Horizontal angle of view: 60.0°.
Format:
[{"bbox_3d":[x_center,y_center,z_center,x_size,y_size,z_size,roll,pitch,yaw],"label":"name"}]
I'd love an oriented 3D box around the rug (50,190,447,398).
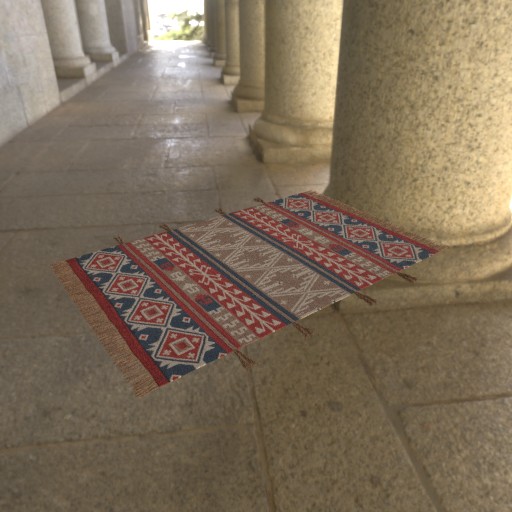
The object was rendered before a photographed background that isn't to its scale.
[{"bbox_3d":[0.000,0.000,3.144,2.450,0.048,1.778,-20,35,-31],"label":"rug"}]
